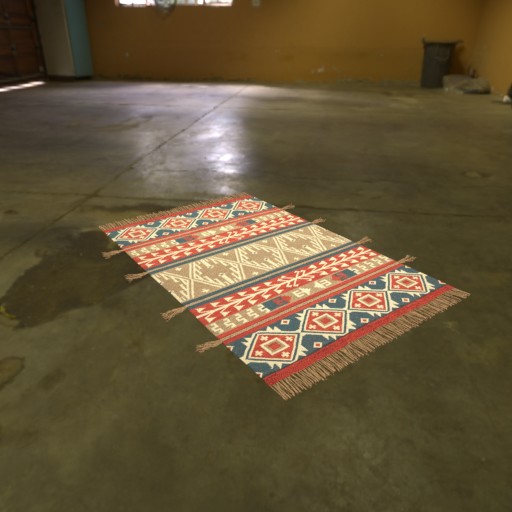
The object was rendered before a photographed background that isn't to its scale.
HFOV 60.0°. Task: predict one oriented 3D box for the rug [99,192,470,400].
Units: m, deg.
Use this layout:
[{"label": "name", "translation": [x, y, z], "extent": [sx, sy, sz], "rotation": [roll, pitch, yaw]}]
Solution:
[{"label": "rug", "translation": [0.000, 0.000, 3.203], "extent": [1.778, 0.048, 2.450], "rotation": [-18, 32, -32]}]
